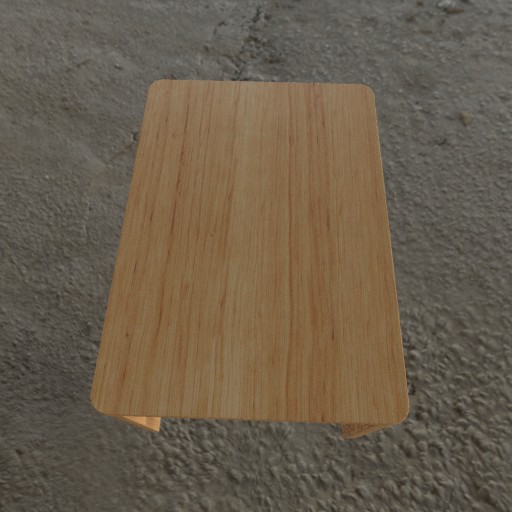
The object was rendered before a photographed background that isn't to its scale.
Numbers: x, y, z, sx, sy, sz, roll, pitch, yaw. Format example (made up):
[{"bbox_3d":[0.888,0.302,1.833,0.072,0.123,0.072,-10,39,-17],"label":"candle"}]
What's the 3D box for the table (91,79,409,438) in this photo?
[{"bbox_3d":[0.000,0.000,1.367,0.696,0.445,0.997,2,64,1],"label":"table"}]
